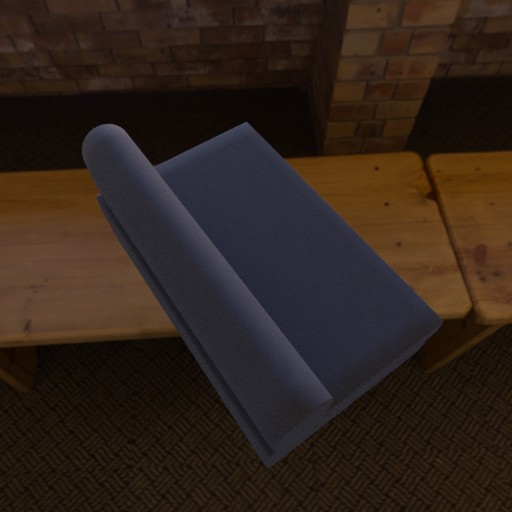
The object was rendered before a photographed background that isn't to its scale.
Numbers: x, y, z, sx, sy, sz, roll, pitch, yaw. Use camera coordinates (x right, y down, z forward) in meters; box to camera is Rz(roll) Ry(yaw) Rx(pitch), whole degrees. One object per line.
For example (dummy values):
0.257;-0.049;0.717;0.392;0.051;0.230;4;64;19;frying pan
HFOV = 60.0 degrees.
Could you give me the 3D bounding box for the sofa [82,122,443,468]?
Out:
0.000;0.000;1.681;0.762;0.660;1.219;-31;64;-17;sofa
